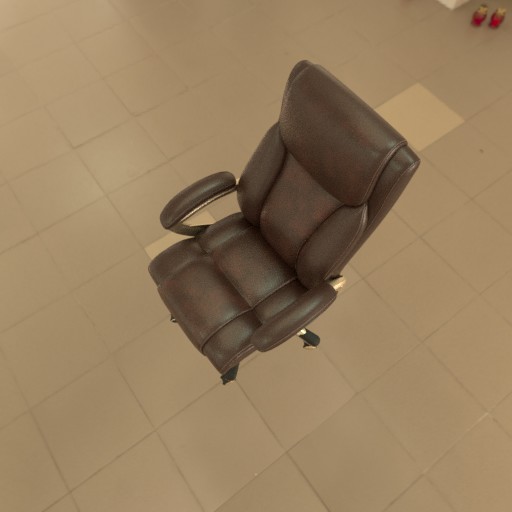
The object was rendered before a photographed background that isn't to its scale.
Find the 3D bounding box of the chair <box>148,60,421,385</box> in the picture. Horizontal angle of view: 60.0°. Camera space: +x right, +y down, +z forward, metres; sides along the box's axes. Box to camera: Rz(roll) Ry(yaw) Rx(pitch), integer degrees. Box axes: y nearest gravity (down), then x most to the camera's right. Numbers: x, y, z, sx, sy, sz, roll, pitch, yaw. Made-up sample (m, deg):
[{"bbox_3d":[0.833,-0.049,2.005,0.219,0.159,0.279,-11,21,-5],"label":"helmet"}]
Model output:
[{"bbox_3d":[0.000,0.000,1.672,0.749,1.194,0.692,-34,68,-15],"label":"chair"}]
